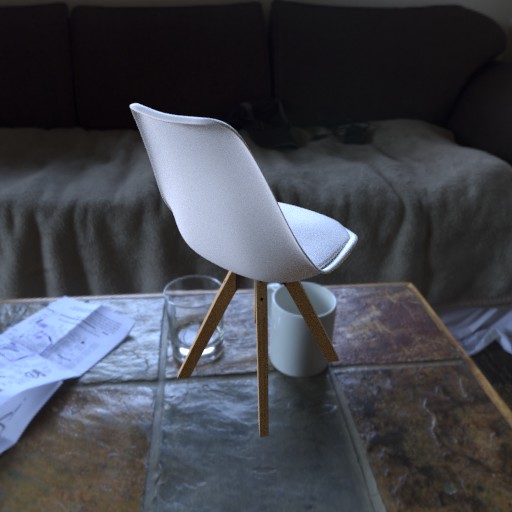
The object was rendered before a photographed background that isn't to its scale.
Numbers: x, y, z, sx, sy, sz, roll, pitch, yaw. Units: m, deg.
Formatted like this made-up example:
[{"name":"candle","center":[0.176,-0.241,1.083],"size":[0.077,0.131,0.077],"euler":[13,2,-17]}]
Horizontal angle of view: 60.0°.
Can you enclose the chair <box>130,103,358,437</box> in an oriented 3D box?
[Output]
[{"name":"chair","center":[0.000,0.000,1.205],"size":[0.485,0.849,0.550],"euler":[22,37,33]}]
